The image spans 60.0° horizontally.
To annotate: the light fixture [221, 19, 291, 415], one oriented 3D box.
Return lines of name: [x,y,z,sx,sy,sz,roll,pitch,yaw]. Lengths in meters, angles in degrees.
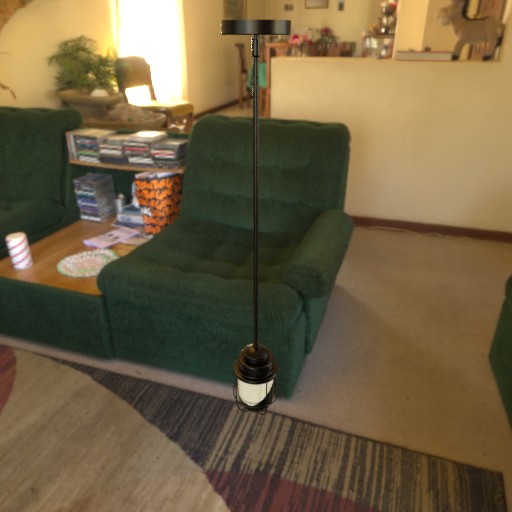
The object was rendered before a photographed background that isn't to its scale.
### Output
light fixture: [0.000,0.000,0.981,0.123,0.920,0.123,0,26,1]
